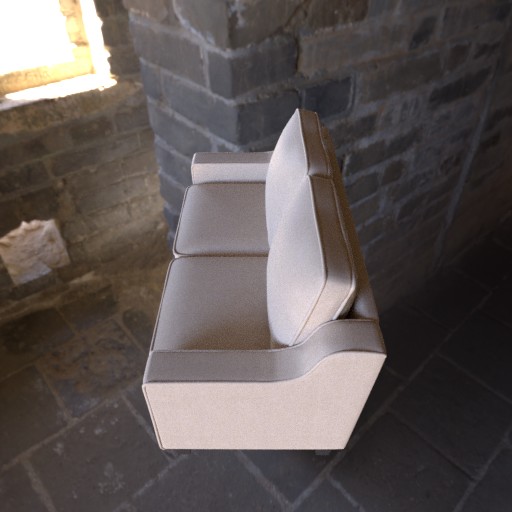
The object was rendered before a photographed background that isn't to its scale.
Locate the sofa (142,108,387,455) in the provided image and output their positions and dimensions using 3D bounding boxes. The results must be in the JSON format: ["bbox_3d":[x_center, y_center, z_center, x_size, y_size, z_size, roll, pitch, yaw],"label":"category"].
[{"bbox_3d":[0.000,0.000,3.497,1.351,1.562,2.587,0,41,0],"label":"sofa"}]
